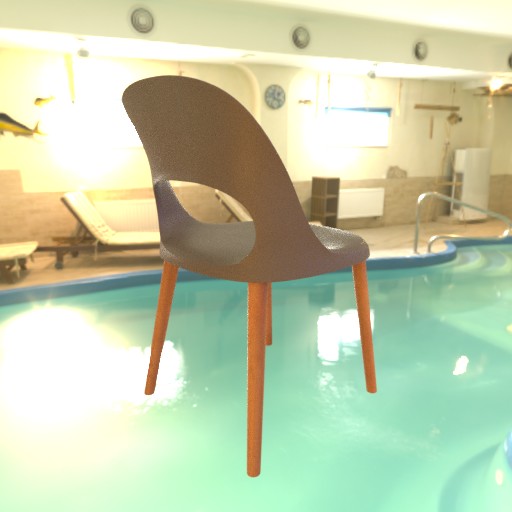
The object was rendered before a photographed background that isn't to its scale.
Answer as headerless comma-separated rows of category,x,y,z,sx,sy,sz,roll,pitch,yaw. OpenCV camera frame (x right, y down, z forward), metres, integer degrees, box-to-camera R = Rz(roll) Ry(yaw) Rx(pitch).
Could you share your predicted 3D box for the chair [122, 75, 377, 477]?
chair,0.000,0.000,1.121,0.556,0.795,0.470,-13,19,-42
